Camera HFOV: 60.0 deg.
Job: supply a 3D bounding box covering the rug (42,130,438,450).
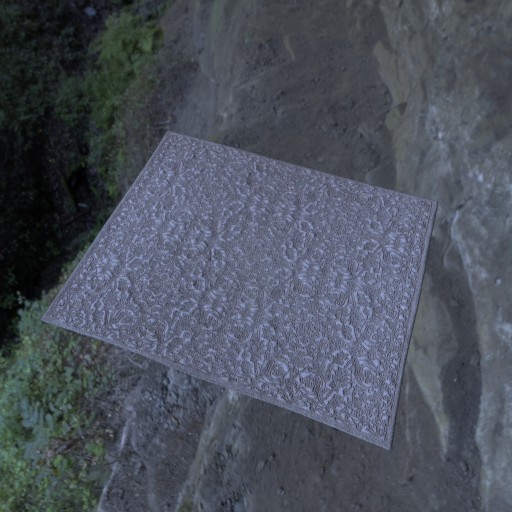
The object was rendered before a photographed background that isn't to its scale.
[{"bbox_3d":[0.000,0.000,4.127,3.017,0.035,2.472,17,60,10],"label":"rug"}]
